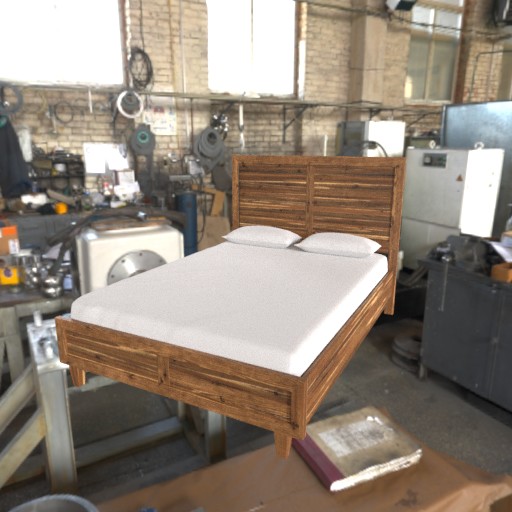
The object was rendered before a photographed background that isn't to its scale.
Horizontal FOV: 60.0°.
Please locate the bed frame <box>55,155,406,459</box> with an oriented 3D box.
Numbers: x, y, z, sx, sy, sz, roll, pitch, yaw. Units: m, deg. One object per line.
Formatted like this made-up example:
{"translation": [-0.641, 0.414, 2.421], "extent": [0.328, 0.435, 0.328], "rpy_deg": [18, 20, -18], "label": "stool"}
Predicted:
{"translation": [0.000, 0.000, 3.347], "extent": [1.696, 1.417, 2.276], "rpy_deg": [7, 16, 27], "label": "bed frame"}
